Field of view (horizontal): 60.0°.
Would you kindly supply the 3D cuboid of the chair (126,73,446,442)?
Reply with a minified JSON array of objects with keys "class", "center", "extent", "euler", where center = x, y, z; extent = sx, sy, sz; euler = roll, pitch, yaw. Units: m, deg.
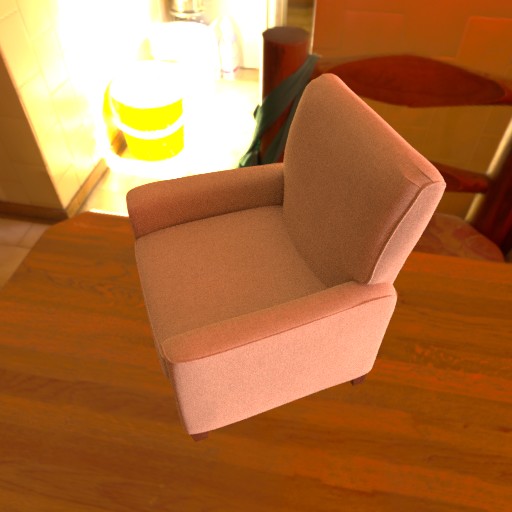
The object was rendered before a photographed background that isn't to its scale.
[{"class":"chair","center":[0.000,0.000,1.629],"extent":[0.859,1.023,0.845],"euler":[-15,49,-14]}]
